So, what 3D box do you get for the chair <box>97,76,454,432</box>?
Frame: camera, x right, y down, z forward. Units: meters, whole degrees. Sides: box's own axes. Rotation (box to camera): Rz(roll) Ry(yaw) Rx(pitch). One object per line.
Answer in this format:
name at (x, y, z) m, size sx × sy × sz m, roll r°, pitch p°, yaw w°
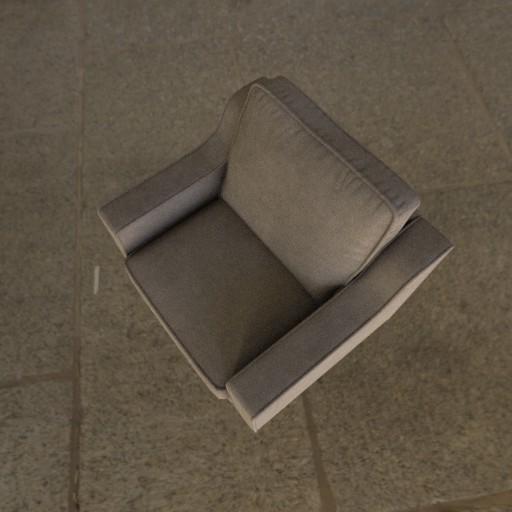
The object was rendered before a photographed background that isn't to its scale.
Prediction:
chair at (0.000, 0.000, 1.660) m, size 0.840 × 0.944 × 0.926 m, roll -35°, pitch 69°, yaw -16°
